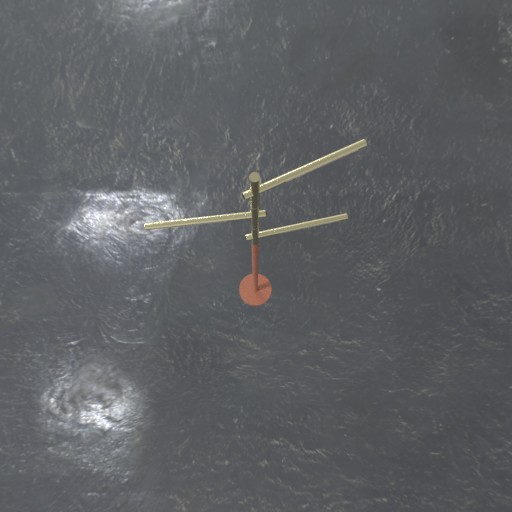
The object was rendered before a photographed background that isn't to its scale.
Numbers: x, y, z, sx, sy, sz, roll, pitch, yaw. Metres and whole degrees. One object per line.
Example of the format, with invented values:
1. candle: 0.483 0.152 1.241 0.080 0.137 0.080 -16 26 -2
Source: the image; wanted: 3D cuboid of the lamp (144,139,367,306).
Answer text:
1. lamp: 0.000 0.000 2.041 0.737 1.704 0.209 -20 76 -5
